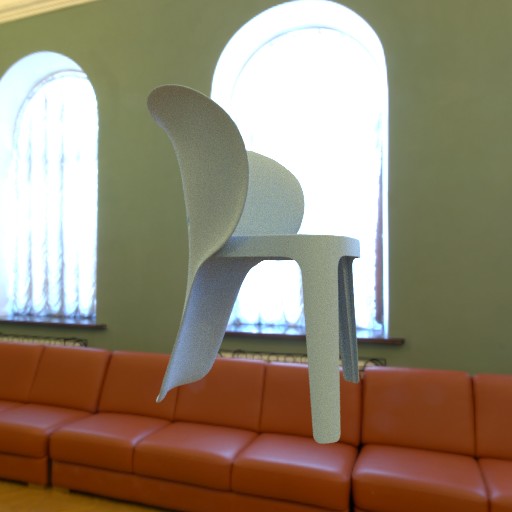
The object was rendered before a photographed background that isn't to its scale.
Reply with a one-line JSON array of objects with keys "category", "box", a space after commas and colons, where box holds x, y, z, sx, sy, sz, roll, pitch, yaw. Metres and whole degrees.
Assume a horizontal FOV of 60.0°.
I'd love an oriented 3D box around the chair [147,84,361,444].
[{"category": "chair", "box": [0.000, 0.000, 0.871, 0.402, 0.554, 0.451, -1, -2, 18]}]
